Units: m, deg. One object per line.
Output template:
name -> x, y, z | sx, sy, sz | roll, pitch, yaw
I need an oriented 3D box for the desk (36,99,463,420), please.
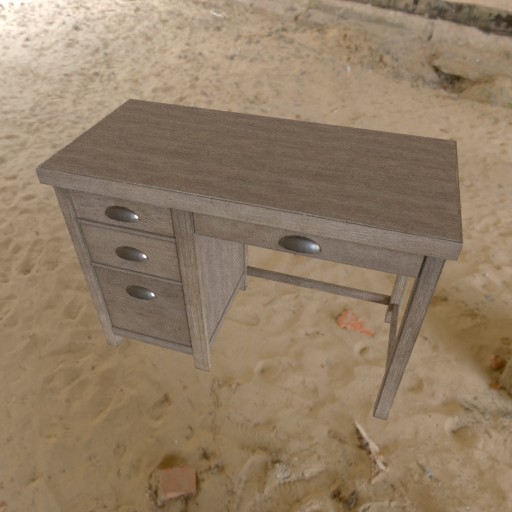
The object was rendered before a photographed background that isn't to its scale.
desk -> 0.000, 0.000, 1.782 | 1.289, 0.912, 0.610 | 12, 42, 13
